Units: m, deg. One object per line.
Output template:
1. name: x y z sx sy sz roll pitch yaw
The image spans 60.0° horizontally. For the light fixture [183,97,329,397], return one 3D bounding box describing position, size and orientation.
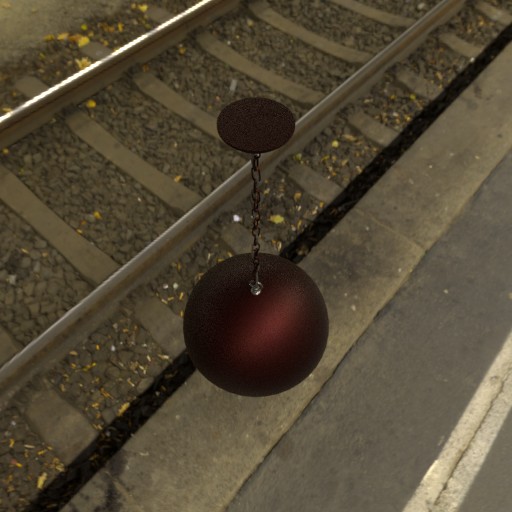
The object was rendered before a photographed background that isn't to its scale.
1. light fixture: 0.000 0.000 1.144 0.492 0.869 0.492 17 59 10
